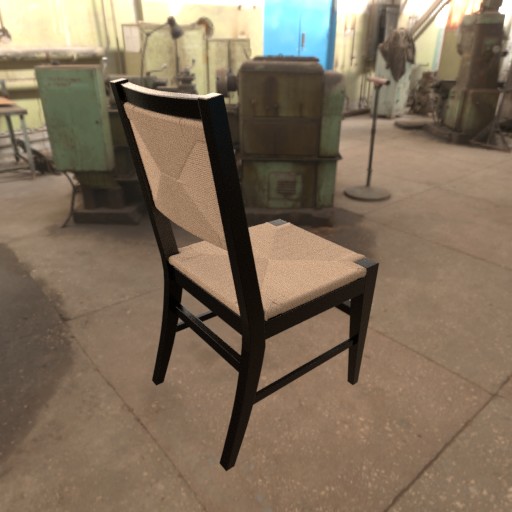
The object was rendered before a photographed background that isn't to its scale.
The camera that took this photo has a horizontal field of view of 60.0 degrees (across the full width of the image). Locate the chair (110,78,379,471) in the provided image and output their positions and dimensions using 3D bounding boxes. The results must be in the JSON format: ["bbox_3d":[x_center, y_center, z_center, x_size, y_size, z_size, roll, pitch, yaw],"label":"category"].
[{"bbox_3d":[0.000,0.000,1.246,0.552,0.927,0.437,-19,32,-33],"label":"chair"}]
